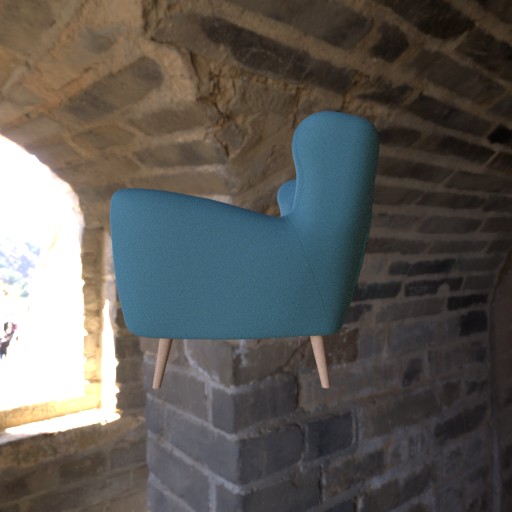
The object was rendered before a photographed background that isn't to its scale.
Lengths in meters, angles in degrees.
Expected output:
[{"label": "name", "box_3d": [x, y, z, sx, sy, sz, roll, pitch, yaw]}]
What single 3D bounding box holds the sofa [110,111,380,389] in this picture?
[{"label": "sofa", "box_3d": [0.000, 0.000, 1.979, 0.889, 0.889, 1.397, 0, 0, 1]}]
